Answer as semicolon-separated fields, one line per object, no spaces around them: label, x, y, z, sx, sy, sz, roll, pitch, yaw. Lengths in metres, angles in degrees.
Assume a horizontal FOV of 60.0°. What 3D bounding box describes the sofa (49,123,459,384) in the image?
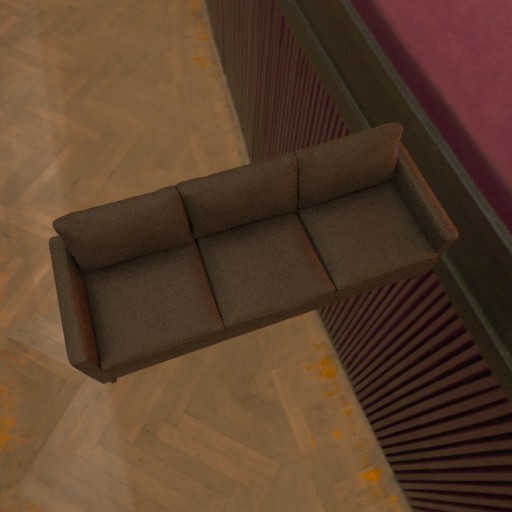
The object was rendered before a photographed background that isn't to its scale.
sofa;0.000;0.000;2.416;2.029;0.805;0.748;-18;65;-8
